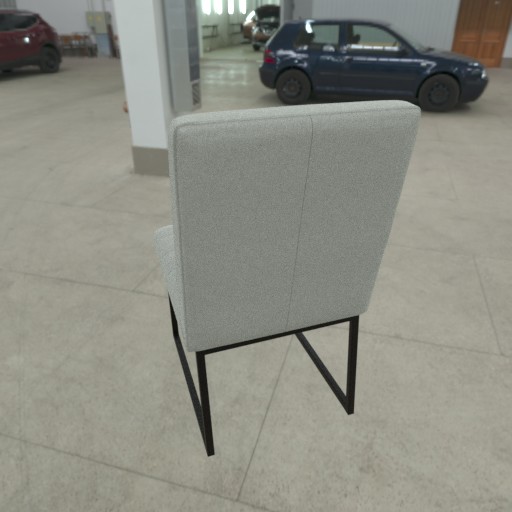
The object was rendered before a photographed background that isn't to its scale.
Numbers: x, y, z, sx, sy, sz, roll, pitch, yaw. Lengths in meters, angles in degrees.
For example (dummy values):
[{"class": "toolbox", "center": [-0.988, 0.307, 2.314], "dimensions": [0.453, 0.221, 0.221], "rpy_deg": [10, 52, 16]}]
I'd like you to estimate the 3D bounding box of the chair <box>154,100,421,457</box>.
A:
[{"class": "chair", "center": [0.000, 0.000, 1.288], "dimensions": [0.520, 0.930, 0.634], "rpy_deg": [-10, 30, -17]}]
